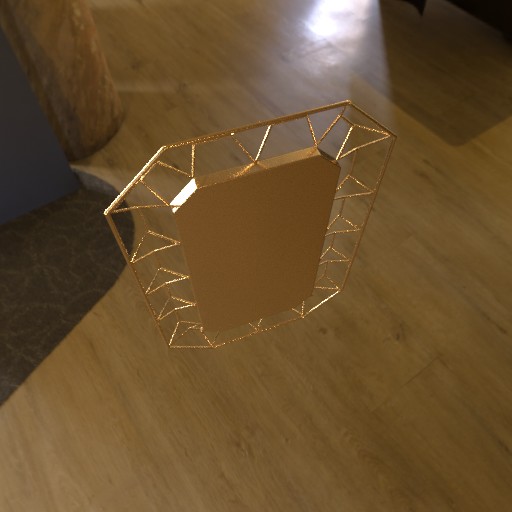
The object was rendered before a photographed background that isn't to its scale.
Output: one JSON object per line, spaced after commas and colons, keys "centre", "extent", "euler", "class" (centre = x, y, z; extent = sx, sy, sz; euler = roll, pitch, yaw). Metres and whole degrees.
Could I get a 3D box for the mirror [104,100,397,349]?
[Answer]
{"centre": [0.000, 0.000, 1.096], "extent": [0.572, 0.870, 0.051], "euler": [-17, 59, -10], "class": "mirror"}
